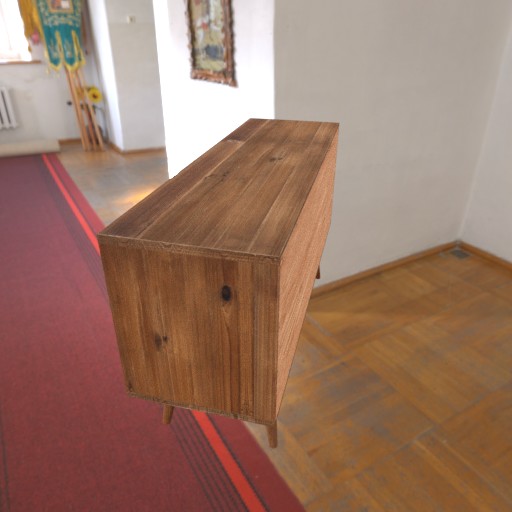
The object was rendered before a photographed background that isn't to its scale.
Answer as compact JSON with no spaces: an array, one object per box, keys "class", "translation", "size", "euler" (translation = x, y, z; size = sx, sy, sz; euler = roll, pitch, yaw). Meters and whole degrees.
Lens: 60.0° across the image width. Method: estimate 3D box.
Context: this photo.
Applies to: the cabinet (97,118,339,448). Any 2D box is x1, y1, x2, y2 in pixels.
[{"class":"cabinet","translation":[0.000,0.000,1.801],"size":[0.472,0.800,1.400],"euler":[7,29,13]}]
